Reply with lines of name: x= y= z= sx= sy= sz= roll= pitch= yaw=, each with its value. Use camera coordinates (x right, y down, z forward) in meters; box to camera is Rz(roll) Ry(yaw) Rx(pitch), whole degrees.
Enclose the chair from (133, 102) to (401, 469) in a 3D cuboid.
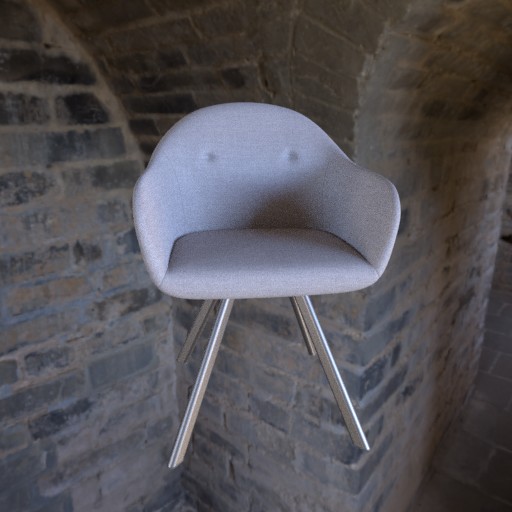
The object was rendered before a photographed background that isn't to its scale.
chair: x=0.000 y=0.000 z=1.149 sx=0.540 sy=0.780 sz=0.570 roll=-2 pitch=16 yaw=-7
